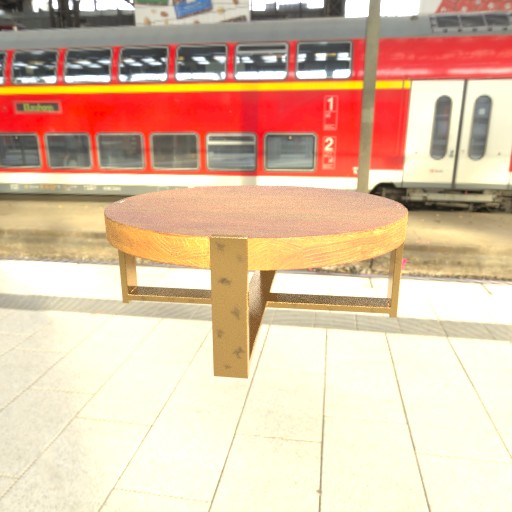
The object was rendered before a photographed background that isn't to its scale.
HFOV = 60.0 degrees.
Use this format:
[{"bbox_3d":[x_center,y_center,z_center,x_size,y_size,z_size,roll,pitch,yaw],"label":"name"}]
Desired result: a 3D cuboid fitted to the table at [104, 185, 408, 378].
[{"bbox_3d":[0.000,0.000,1.754,1.100,0.420,1.100,0,16,0],"label":"table"}]
